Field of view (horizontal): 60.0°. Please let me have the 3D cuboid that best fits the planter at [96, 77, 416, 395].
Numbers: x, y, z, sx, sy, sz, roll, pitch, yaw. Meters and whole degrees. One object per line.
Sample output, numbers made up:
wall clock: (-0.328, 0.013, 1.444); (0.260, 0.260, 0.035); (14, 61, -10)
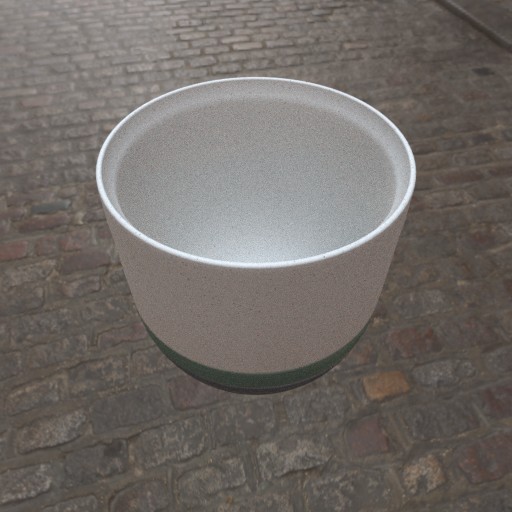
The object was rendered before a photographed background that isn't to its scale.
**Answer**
planter: (0.000, 0.000, 0.477); (0.268, 0.270, 0.268); (0, 48, 0)
